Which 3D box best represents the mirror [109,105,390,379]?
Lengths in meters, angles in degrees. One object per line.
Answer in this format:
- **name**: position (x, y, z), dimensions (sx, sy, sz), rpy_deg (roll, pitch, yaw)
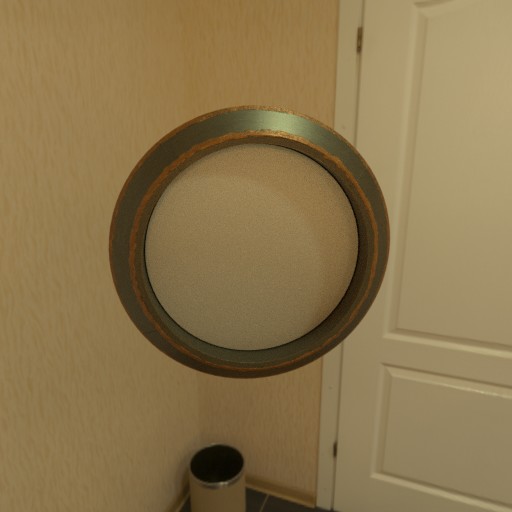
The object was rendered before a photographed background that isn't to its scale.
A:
- **mirror**: position (0.000, 0.000, 1.406), dimensions (0.907, 0.907, 0.111), rpy_deg (-2, 17, -7)
